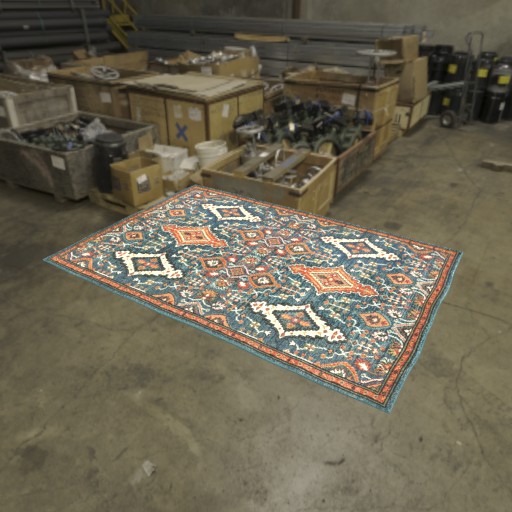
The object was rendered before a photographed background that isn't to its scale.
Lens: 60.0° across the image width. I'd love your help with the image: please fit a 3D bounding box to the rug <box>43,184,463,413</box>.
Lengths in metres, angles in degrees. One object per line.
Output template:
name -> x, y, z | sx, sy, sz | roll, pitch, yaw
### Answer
rug -> 0.000, 0.000, 2.990 | 2.373, 0.009, 1.622 | 18, 35, 27
